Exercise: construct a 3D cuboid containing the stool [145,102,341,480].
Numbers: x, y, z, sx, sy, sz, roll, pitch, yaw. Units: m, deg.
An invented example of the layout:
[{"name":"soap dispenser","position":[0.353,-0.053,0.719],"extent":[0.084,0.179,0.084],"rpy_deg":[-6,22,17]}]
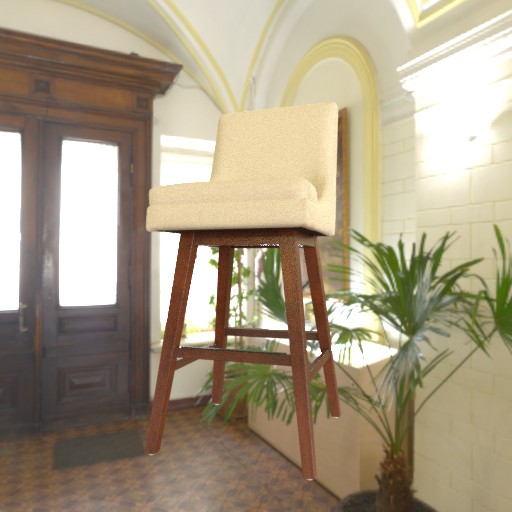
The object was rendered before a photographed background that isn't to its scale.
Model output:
[{"name":"stool","position":[0.000,0.000,1.394],"extent":[0.470,1.097,0.559],"rpy_deg":[0,-1,18]}]
